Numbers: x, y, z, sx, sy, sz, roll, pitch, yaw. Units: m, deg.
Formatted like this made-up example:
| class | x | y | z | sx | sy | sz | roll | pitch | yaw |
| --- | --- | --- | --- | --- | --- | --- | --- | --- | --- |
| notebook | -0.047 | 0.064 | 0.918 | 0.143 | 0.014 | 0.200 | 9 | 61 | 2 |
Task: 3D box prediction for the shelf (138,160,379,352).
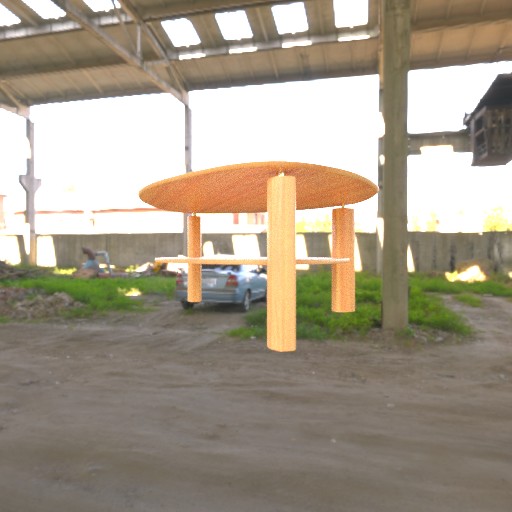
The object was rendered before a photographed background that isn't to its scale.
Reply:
| class | x | y | z | sx | sy | sz | roll | pitch | yaw |
| --- | --- | --- | --- | --- | --- | --- | --- | --- | --- |
| shelf | 0.000 | 0.000 | 1.641 | 0.845 | 0.440 | 1.246 | 0 | 0 | -19 |
